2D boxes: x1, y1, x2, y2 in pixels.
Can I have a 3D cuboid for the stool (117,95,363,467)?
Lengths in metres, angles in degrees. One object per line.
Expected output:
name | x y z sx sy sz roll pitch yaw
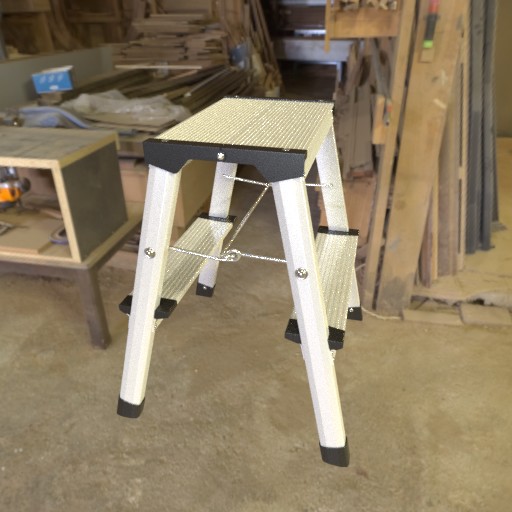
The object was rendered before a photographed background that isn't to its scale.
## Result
stool | 0.000 0.000 0.782 0.405 0.480 0.404 8 31 13
